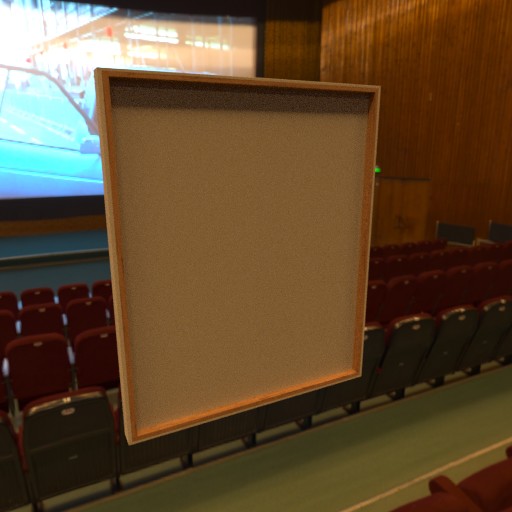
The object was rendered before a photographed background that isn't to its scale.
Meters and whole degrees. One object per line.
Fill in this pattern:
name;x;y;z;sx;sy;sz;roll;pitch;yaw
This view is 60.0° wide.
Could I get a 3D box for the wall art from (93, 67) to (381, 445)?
wall art;0.000;0.000;0.811;0.508;0.606;0.037;-7;17;-26
